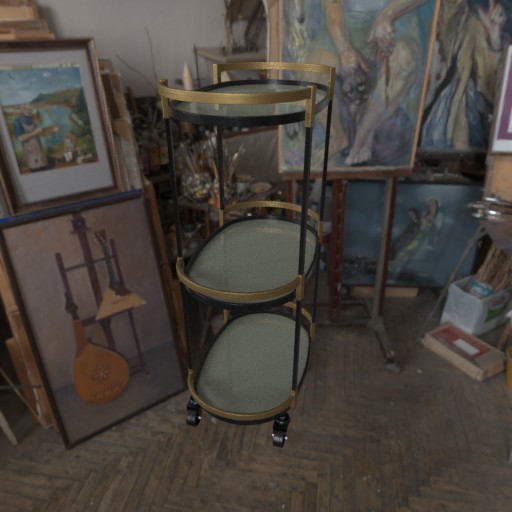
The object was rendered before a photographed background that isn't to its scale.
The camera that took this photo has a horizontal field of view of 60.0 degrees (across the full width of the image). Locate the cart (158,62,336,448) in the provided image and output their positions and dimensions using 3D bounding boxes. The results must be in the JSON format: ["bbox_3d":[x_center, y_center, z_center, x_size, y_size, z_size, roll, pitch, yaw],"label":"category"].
[{"bbox_3d":[0.000,0.000,1.151,0.311,0.885,0.515,8,30,14],"label":"cart"}]
